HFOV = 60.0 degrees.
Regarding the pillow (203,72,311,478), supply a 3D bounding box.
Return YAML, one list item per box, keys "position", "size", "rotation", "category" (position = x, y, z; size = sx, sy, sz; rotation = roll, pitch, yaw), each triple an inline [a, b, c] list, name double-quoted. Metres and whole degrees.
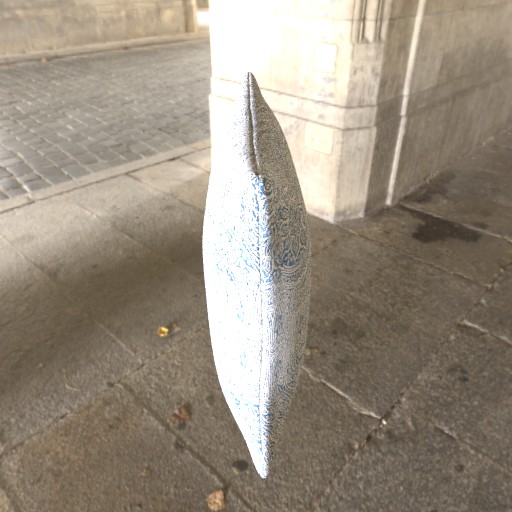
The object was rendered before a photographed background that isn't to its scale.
- position: [0.000, 0.000, 0.778]
  size: [0.166, 0.510, 0.523]
  rotation: [-1, 33, -2]
  category: "pillow"
